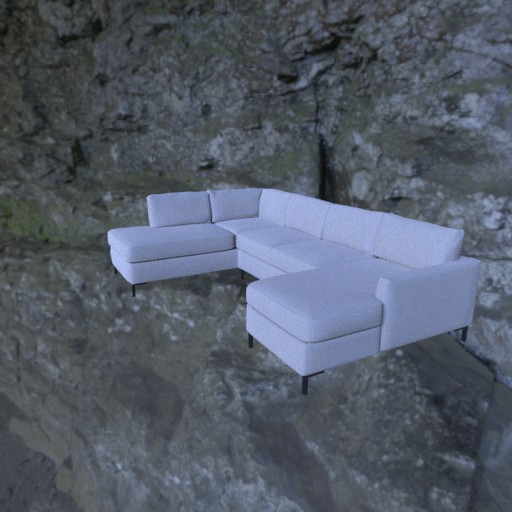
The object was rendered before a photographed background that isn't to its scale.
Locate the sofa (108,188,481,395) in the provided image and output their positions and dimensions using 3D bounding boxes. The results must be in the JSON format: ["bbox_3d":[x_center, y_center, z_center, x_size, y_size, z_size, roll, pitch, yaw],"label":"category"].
[{"bbox_3d":[0.000,0.000,3.901,1.989,0.862,2.984,-8,18,-28],"label":"sofa"}]
